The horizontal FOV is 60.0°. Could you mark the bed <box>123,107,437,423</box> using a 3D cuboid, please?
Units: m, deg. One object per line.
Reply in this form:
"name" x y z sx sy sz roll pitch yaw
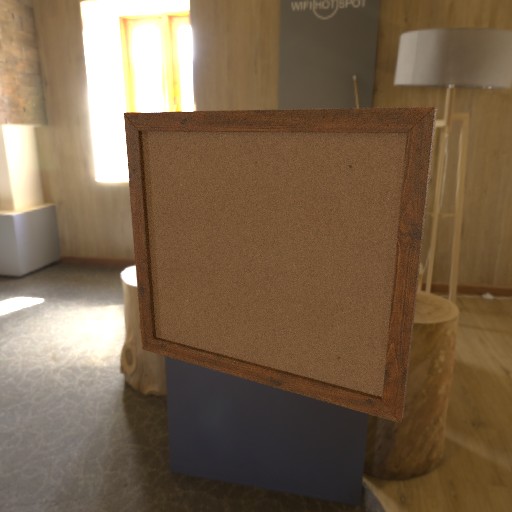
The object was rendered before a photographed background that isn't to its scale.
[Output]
"bed" 0.000 0.000 1.506 1.046 0.942 0.046 8 18 26
